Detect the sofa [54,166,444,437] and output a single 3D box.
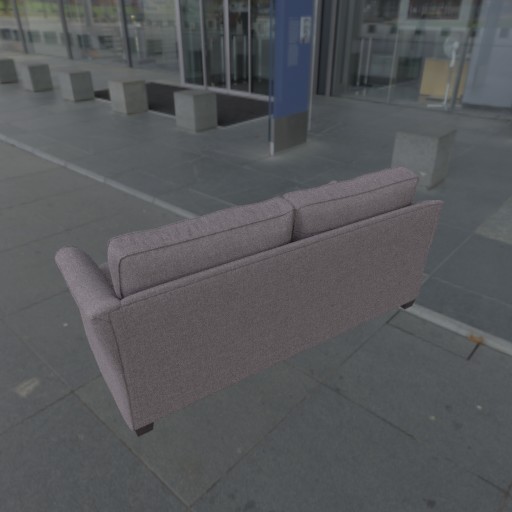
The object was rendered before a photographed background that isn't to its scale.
[{"bbox_3d":[0.000,0.000,2.773,2.203,0.976,1.013,-18,34,-28],"label":"sofa"}]
